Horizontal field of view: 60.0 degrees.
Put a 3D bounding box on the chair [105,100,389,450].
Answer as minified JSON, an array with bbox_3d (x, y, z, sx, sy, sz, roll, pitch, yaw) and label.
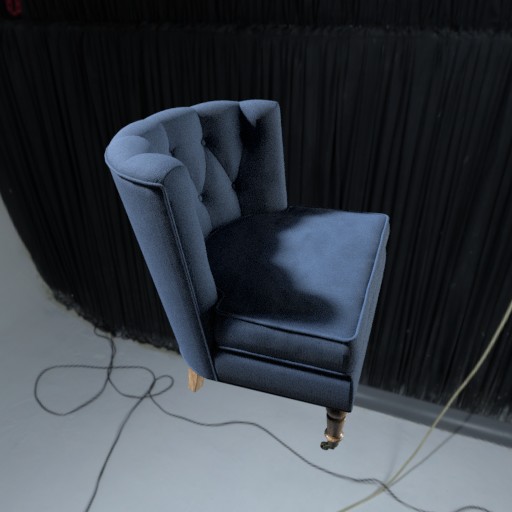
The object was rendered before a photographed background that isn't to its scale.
[{"bbox_3d":[0.000,0.000,1.319,0.718,0.771,0.740,11,32,17],"label":"chair"}]
